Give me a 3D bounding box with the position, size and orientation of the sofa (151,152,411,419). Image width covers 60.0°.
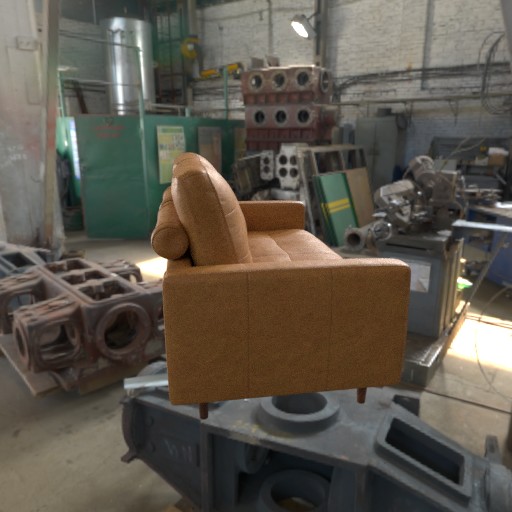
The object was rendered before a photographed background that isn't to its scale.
[{"bbox_3d":[0.000,0.000,2.069,0.868,0.898,1.430,-3,16,-9],"label":"sofa"}]
